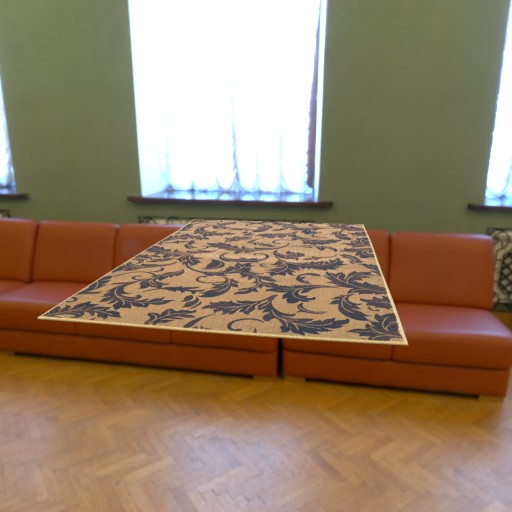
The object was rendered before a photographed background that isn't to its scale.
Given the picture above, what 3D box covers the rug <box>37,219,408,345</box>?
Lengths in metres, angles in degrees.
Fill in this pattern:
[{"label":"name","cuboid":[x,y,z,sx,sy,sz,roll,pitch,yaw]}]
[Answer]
[{"label":"rug","cuboid":[0.000,0.000,2.837,1.522,0.008,2.284,2,16,9]}]
